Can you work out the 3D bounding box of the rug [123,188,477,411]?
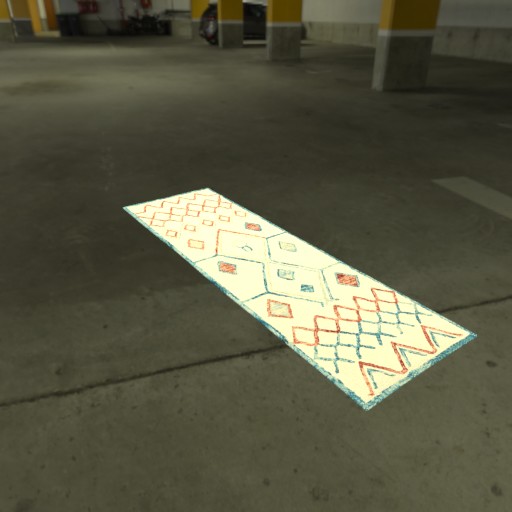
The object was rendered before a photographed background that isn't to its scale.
[{"bbox_3d":[0.000,0.000,2.707,0.750,0.011,2.435,-19,34,-31],"label":"rug"}]
